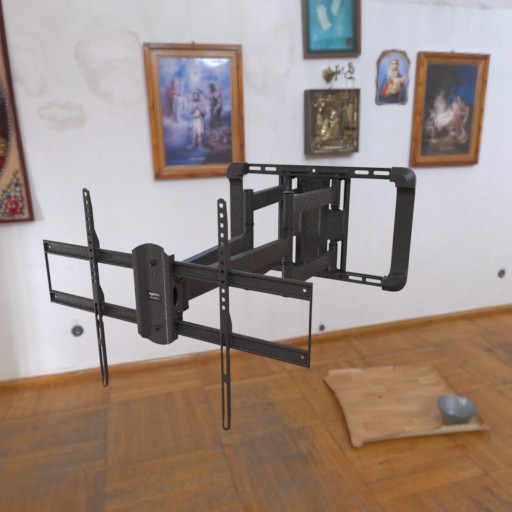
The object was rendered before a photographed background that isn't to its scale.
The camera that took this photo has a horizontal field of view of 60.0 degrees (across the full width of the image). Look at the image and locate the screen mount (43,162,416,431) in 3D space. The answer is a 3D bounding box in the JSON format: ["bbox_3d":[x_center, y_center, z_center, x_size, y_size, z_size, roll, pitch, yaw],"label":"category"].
[{"bbox_3d":[0.000,0.000,1.307,0.725,0.483,0.905,8,17,27],"label":"screen mount"}]
